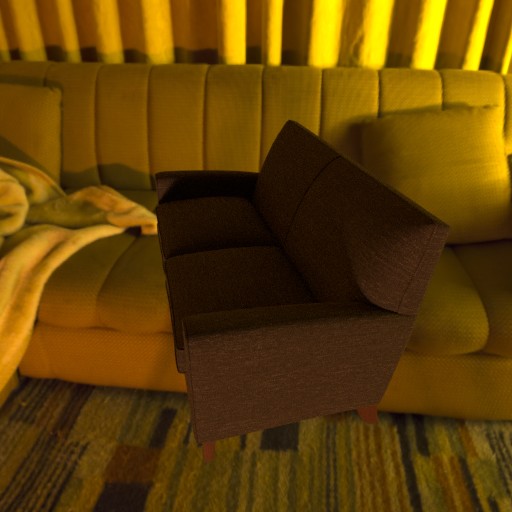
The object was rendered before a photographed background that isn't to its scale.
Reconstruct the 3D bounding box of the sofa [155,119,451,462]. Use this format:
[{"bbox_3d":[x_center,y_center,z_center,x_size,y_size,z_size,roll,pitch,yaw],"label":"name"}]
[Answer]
[{"bbox_3d":[0.000,0.000,2.075,0.867,0.905,1.509,-7,31,-13],"label":"sofa"}]
